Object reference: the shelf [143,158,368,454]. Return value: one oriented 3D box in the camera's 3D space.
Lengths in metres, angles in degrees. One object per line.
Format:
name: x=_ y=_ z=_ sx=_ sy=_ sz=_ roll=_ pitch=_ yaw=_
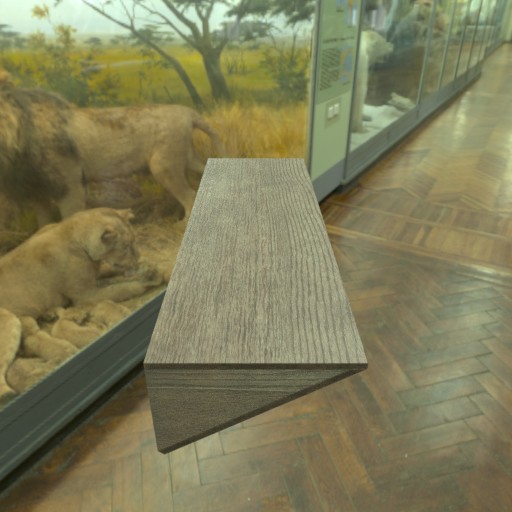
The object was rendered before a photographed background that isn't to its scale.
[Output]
shelf: x=0.000 y=0.000 z=0.689 sx=0.200 sy=0.125 sz=0.610 roll=0 pitch=29 yaw=0
